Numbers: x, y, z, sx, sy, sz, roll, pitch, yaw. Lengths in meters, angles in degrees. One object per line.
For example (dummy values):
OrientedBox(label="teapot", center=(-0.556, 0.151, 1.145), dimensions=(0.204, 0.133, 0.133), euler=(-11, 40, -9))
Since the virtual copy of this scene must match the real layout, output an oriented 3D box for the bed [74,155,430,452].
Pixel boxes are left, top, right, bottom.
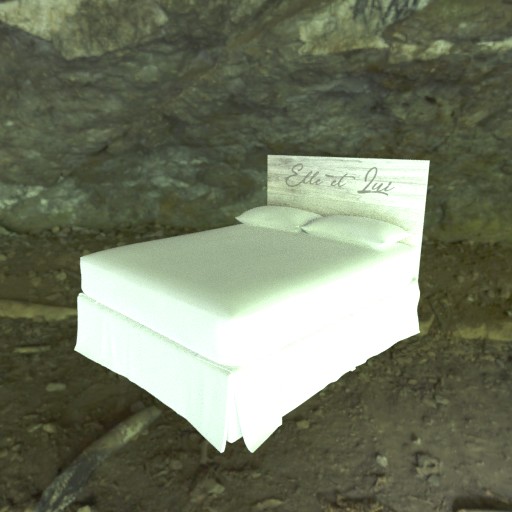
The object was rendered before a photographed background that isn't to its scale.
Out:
OrientedBox(label="bed", center=(0.000, 0.000, 3.215), dimensions=(1.745, 1.335, 2.094), euler=(14, 20, 42))
